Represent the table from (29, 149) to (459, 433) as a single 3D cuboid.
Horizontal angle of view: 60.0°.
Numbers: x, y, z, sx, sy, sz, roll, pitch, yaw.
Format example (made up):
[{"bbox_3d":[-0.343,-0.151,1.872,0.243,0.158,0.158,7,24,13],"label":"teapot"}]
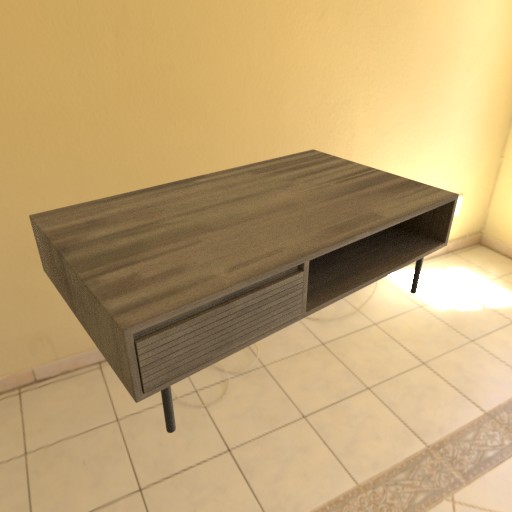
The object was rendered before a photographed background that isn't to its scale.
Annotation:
[{"bbox_3d":[0.000,0.000,1.375,1.088,0.347,0.643,-21,35,-32],"label":"table"}]
